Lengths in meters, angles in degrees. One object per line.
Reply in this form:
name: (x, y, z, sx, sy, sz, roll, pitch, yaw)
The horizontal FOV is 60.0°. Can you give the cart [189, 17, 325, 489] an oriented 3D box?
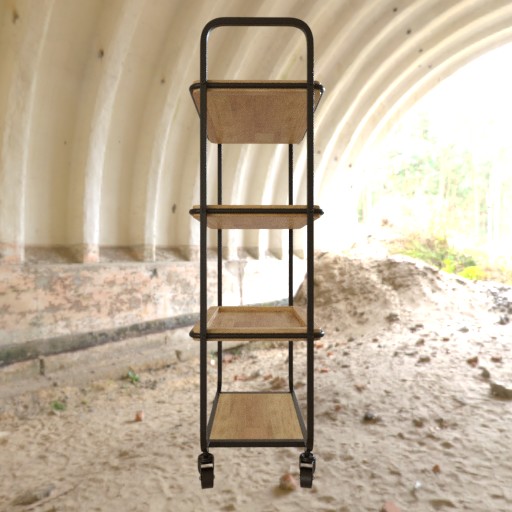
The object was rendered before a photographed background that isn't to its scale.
cart: (0.000, 0.000, 1.271, 0.321, 1.080, 0.545, 0, 0, -1)
